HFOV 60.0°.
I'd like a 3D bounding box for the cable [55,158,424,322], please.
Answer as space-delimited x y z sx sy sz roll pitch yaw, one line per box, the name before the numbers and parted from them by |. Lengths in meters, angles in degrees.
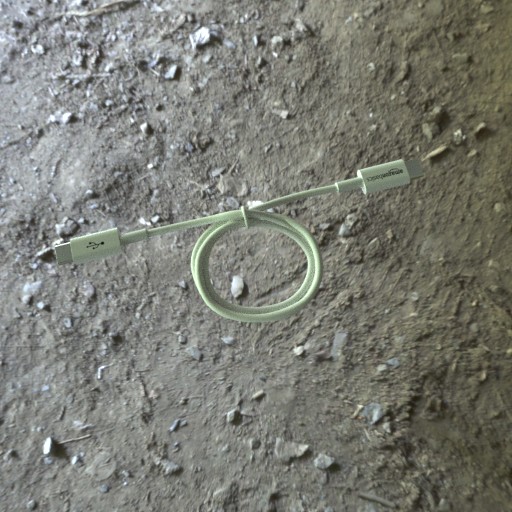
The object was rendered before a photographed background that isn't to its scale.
cable | 0.000 0.000 0.231 0.203 0.014 0.070 -14 76 -4
